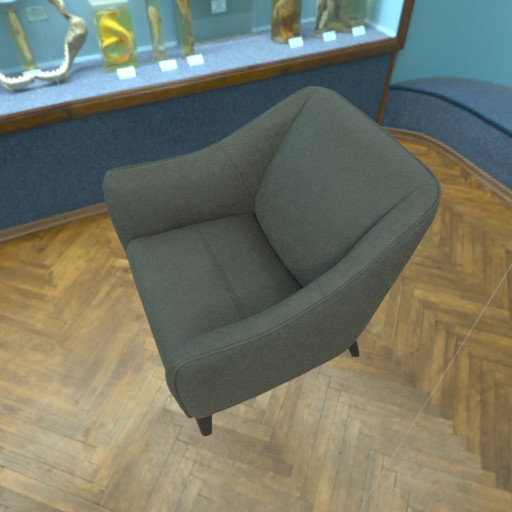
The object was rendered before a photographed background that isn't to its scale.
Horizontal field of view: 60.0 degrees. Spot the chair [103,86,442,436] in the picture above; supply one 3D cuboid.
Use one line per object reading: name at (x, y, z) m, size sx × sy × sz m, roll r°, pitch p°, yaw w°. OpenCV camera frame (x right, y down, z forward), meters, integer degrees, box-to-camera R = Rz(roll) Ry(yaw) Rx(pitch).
chair at (0.000, 0.000, 1.557) m, size 0.852 × 0.830 × 0.871 m, roll -18°, pitch 49°, yaw -17°
